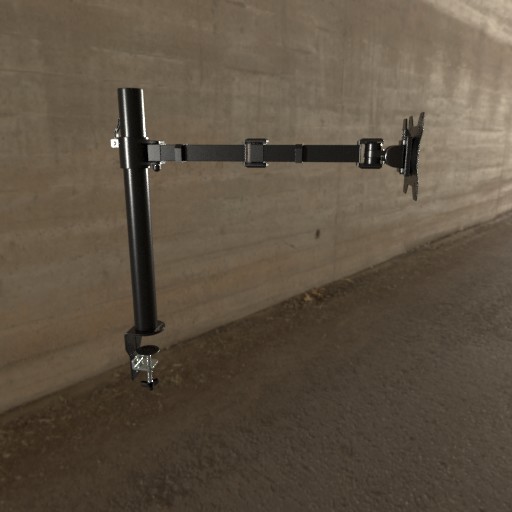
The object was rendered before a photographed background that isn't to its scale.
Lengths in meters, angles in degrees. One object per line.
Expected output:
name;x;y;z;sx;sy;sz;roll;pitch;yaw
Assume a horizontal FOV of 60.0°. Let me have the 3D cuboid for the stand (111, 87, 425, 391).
stand;0.000;0.000;0.710;0.456;0.510;0.115;2;15;9
